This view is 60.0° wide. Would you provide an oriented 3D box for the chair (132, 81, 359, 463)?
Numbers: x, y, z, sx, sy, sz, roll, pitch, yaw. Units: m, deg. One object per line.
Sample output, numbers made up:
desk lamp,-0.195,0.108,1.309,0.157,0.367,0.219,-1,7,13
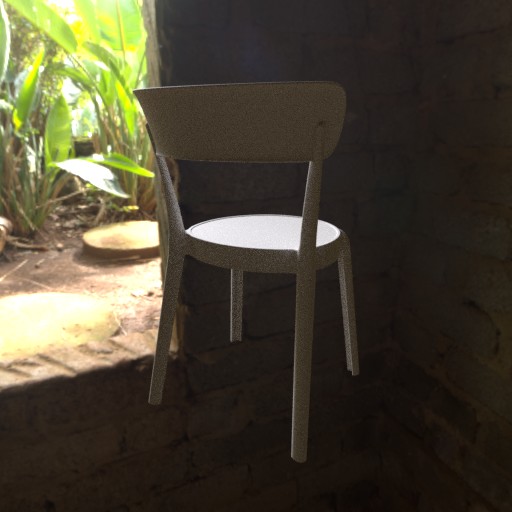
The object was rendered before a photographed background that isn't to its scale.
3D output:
chair,0.000,0.000,1.130,0.506,0.790,0.491,9,19,28
